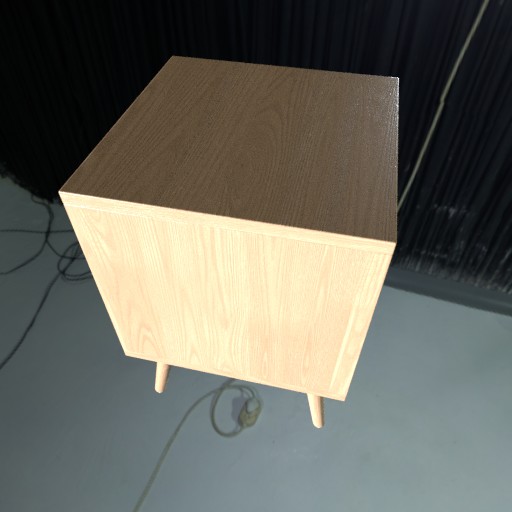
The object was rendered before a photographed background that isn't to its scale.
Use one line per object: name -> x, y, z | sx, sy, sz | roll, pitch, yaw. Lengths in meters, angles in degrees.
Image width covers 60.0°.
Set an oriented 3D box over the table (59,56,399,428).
table -> 0.000, 0.000, 0.839 | 0.400, 0.550, 0.400 | 9, 48, 9
